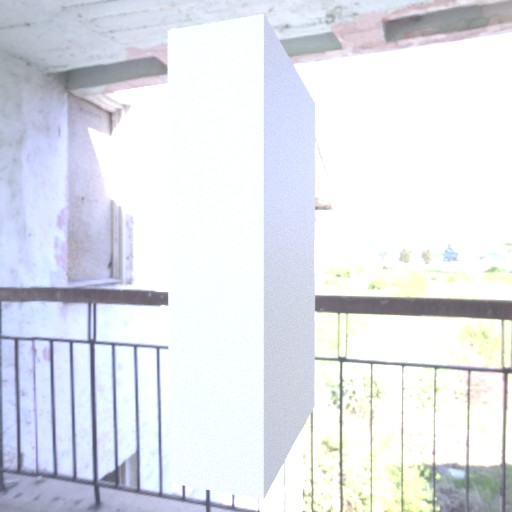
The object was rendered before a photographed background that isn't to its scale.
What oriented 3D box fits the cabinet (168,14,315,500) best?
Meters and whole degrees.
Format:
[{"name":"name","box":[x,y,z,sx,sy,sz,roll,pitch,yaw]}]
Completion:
[{"name":"cabinet","box":[0.000,0.000,2.630,0.480,2.160,1.250,0,1,18]}]
